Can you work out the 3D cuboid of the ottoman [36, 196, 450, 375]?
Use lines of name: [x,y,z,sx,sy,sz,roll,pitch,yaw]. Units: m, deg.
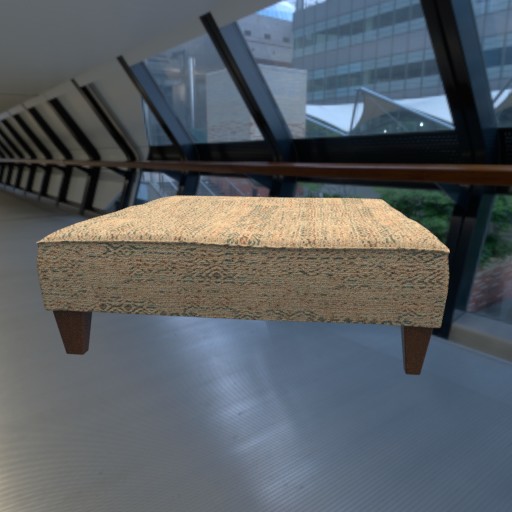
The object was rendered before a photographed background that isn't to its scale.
ottoman: [0.000,0.000,1.536,1.004,0.356,0.968,2,14,7]
